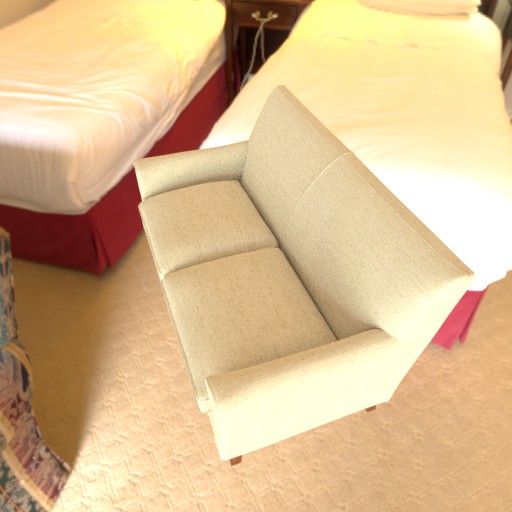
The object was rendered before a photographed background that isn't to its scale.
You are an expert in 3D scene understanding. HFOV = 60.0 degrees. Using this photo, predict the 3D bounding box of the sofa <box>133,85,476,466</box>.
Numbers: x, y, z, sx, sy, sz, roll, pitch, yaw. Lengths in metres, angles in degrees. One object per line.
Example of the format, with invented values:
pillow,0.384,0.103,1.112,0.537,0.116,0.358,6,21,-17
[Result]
sofa,0.000,0.000,2.032,0.891,0.892,1.482,-15,46,-15
